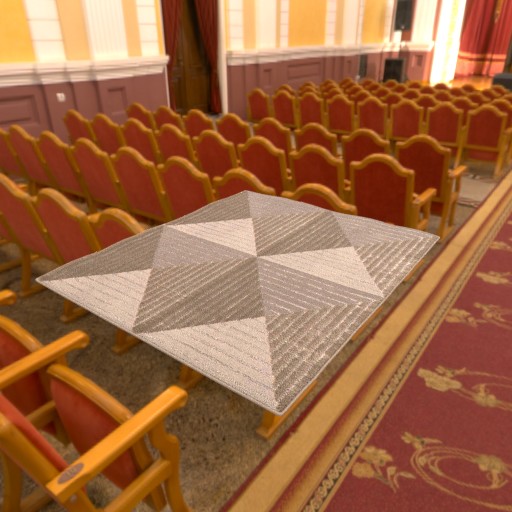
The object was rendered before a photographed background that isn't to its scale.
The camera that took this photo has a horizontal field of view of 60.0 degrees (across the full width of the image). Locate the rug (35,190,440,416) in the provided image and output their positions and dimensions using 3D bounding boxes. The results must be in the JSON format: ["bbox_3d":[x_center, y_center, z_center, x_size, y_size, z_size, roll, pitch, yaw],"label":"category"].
[{"bbox_3d":[0.000,0.000,0.898,0.551,0.008,0.642,19,32,32],"label":"rug"}]
